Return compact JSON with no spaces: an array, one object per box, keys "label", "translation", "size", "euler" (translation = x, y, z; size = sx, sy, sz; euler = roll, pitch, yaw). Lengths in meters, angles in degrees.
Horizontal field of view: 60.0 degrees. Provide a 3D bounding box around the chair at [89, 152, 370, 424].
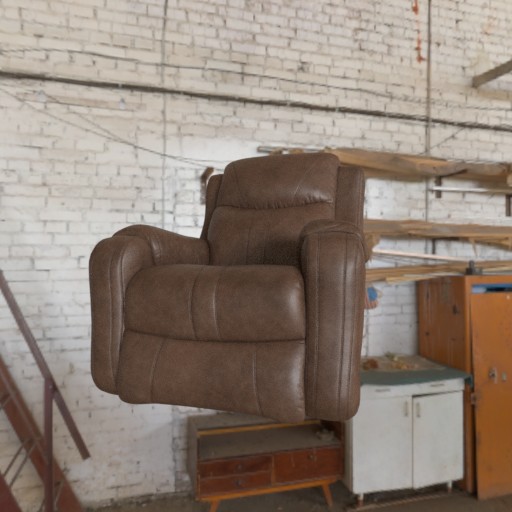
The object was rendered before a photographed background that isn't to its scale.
[{"label":"chair","translation":[0.000,0.000,1.818],"size":[0.940,0.990,1.067],"euler":[0,0,19]}]
